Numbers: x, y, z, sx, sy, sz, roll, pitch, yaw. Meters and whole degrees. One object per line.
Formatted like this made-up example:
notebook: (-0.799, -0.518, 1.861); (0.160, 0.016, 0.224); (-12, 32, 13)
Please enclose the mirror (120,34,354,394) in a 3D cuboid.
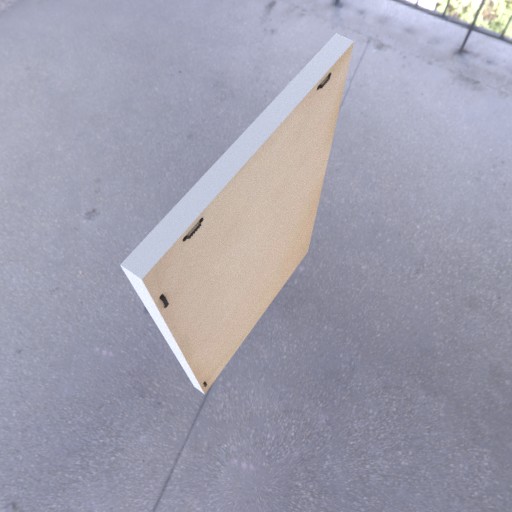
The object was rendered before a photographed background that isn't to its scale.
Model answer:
mirror: (0.000, 0.000, 0.927); (0.039, 0.710, 0.507); (32, 67, 15)
